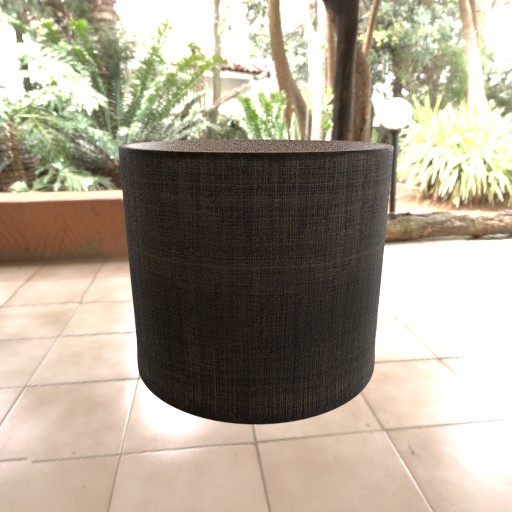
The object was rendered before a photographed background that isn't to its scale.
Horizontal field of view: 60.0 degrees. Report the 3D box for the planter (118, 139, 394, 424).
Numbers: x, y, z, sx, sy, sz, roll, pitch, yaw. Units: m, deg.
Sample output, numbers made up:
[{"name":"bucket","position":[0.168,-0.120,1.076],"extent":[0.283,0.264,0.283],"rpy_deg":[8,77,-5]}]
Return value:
[{"name":"planter","position":[0.000,0.000,0.321],"extent":[0.178,0.157,0.178],"rpy_deg":[0,17,0]}]
